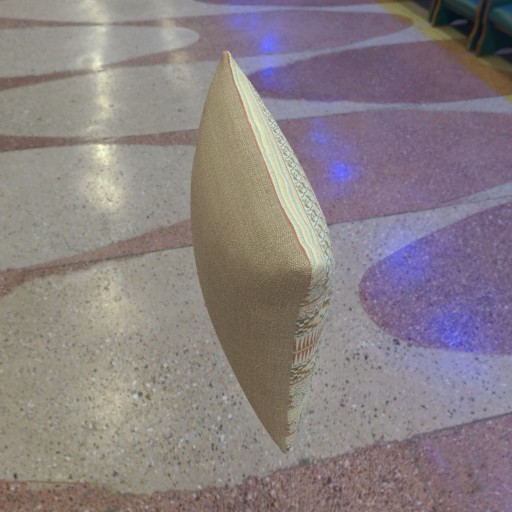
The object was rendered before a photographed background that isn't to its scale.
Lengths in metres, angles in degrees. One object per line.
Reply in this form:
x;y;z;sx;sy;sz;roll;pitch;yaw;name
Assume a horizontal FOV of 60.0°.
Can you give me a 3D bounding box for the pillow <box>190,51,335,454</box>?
0.000;0.000;0.791;0.215;0.519;0.521;-9;48;-8;pillow
